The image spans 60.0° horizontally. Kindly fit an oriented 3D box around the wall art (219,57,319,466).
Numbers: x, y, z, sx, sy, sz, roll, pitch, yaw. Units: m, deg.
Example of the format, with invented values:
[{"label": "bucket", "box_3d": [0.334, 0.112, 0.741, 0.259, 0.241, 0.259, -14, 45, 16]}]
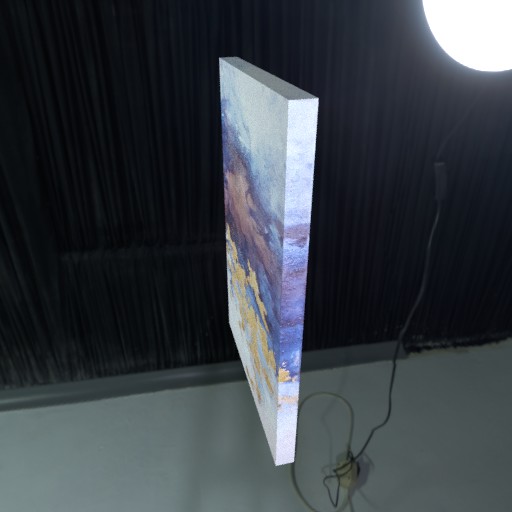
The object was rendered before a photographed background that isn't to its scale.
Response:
[{"label": "wall art", "box_3d": [0.000, 0.000, 1.133, 0.048, 0.874, 0.583, -7, 31, -12]}]
